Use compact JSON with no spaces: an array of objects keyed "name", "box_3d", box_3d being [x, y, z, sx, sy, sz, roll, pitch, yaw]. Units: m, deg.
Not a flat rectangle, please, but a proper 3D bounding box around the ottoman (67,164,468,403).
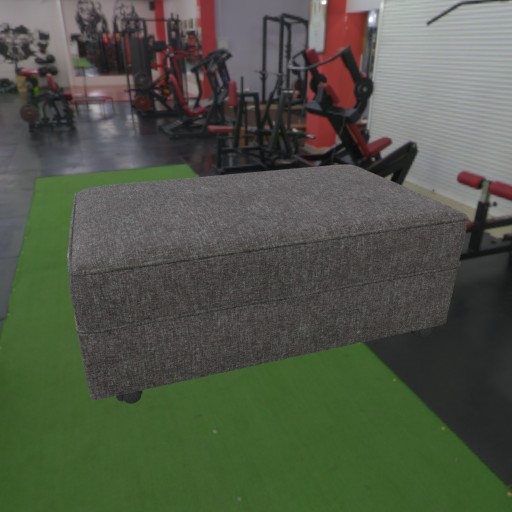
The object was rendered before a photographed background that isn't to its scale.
[{"name":"ottoman","box_3d":[0.000,0.000,1.566,1.184,0.487,0.717,-8,26,-17]}]
